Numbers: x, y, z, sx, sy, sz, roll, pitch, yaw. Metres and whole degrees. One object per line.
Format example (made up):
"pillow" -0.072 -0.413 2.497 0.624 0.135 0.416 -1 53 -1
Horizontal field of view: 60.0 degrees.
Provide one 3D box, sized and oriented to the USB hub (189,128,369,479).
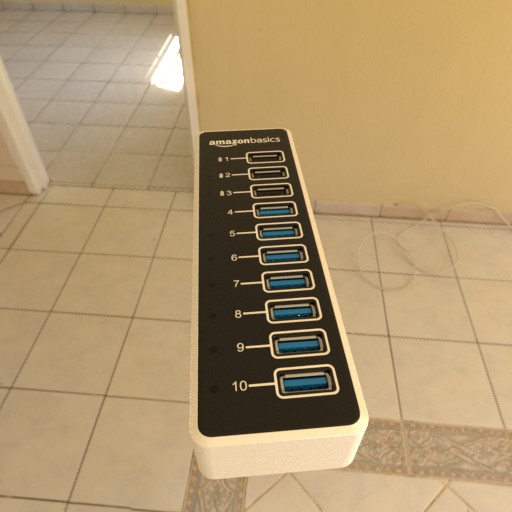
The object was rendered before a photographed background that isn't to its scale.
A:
"USB hub" 0.000 0.000 0.163 0.044 0.023 0.145 -4 46 -3
